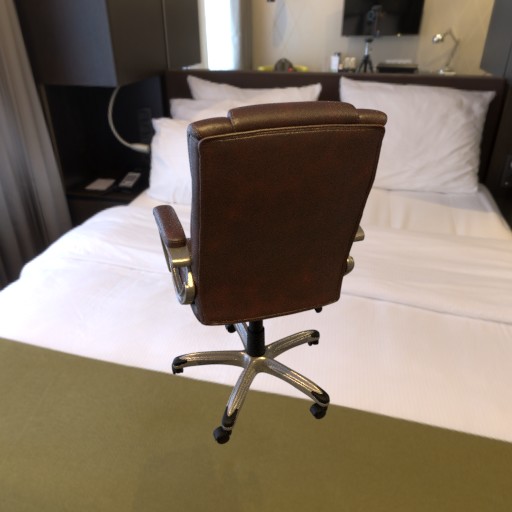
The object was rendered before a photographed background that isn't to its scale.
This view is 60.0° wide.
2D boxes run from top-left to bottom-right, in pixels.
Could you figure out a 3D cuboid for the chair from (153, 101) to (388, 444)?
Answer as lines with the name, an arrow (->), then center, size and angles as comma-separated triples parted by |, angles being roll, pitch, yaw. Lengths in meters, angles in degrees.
chair -> 0.000, 0.000, 1.568 | 0.656, 1.128, 0.692 | -8, 29, -15
